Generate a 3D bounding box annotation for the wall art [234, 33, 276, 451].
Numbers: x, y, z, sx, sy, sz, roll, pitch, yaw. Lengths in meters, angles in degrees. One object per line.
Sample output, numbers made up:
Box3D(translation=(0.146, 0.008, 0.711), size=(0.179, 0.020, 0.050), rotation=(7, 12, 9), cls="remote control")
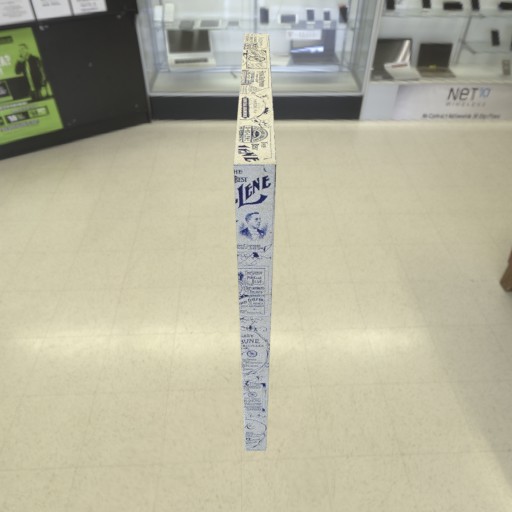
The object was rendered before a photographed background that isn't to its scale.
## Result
Box3D(translation=(0.000, 0.000, 0.767), size=(0.040, 0.601, 0.408), rotation=(0, 42, 0), cls="wall art")
